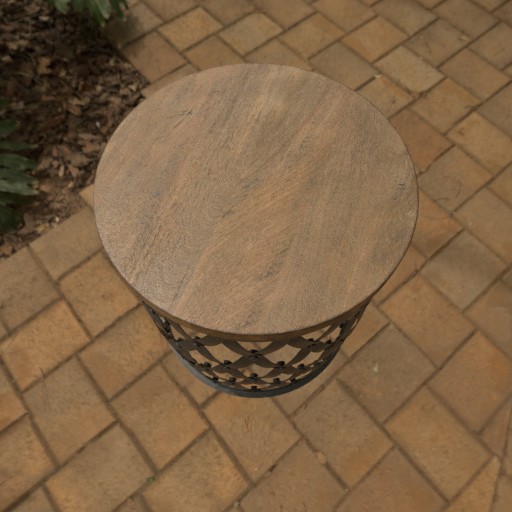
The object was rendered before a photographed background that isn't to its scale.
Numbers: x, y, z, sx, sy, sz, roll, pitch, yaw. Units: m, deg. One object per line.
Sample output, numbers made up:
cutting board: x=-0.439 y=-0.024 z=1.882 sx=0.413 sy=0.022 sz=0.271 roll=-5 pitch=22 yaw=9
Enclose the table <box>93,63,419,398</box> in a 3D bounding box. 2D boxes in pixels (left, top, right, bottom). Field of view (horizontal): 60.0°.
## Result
table: x=0.000 y=0.000 z=0.759 sx=0.405 sy=0.454 sz=0.405 roll=0 pitch=64 yaw=0
